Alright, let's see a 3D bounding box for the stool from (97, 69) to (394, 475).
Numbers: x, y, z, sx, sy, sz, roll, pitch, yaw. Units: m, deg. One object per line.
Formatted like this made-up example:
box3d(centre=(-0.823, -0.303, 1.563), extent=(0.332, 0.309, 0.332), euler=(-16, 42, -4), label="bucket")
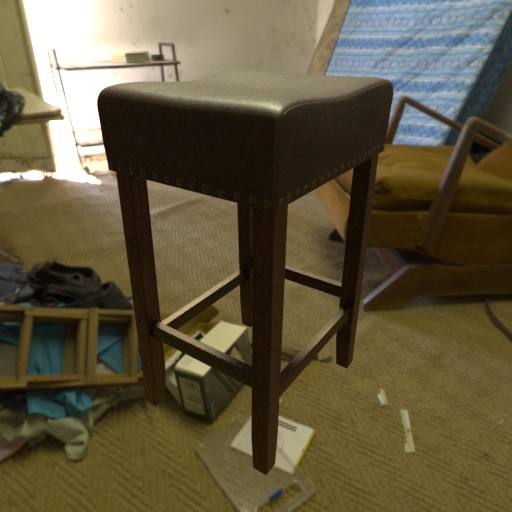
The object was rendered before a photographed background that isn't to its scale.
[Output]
box3d(centre=(0.000, 0.000, 1.037), extent=(0.401, 0.769, 0.465), euler=(18, 32, 31), label="stool")
